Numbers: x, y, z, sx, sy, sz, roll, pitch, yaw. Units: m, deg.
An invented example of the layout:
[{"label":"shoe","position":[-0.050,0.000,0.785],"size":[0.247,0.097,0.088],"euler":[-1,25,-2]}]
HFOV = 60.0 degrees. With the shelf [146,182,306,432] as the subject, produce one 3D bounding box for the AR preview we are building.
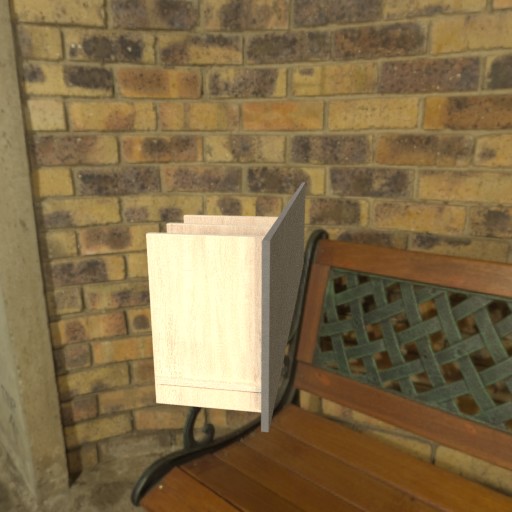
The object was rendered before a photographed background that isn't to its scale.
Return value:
[{"label":"shelf","position":[0.000,0.000,1.146],"size":[0.200,0.300,1.020],"euler":[2,14,9]}]
